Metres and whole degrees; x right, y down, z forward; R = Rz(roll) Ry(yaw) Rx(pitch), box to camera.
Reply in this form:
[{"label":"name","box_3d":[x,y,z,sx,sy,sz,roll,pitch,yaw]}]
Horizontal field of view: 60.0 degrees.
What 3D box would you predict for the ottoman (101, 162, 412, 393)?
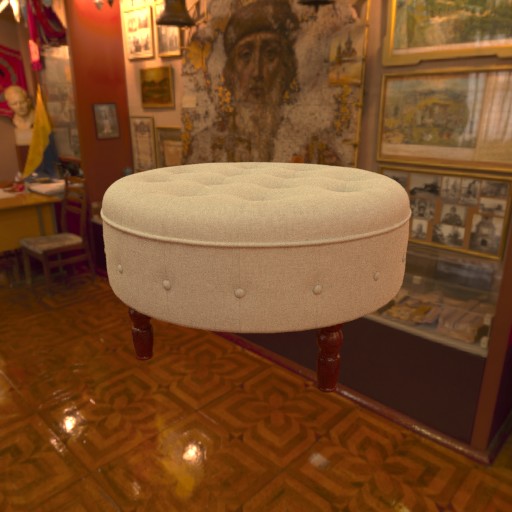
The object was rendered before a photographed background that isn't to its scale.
[{"label":"ottoman","box_3d":[0.000,0.000,1.327,0.849,0.478,0.849,0,18,0]}]
